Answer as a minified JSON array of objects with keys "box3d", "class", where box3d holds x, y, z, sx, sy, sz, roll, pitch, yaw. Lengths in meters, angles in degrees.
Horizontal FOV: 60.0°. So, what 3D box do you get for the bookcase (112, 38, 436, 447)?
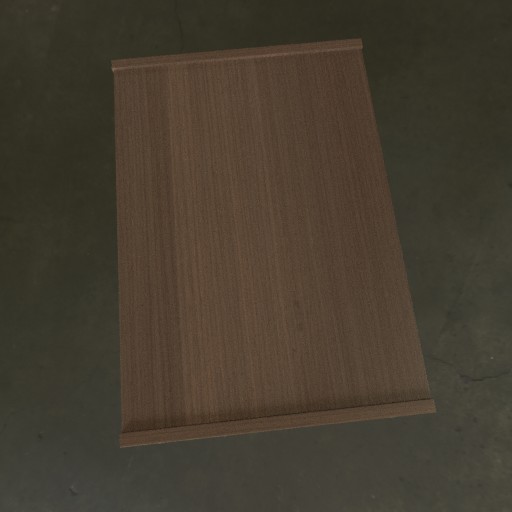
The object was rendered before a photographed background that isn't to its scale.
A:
[{"box3d":[0.000,0.000,0.605,0.290,0.305,0.415,-6,75,-2],"class":"bookcase"}]
